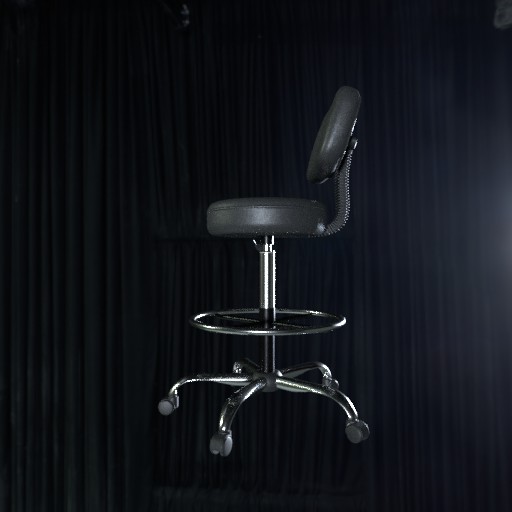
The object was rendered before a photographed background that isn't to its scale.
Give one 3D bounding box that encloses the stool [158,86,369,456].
[{"bbox_3d":[0.000,0.000,1.510,0.658,1.069,0.694,0,0,0],"label":"stool"}]
